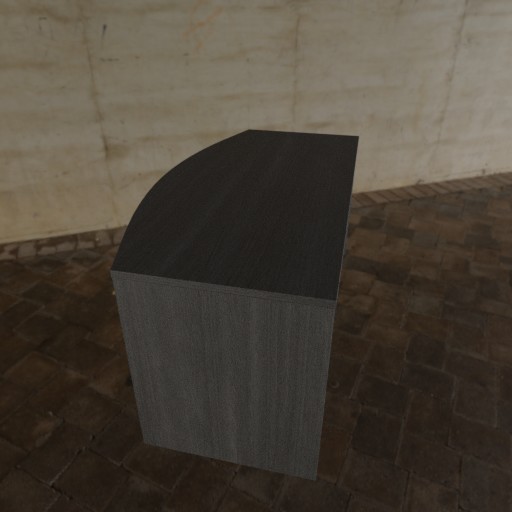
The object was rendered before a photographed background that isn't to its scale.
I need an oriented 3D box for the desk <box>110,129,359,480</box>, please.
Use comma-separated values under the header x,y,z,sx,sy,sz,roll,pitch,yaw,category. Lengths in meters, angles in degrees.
x,y,z,sx,sy,sz,roll,pitch,yaw,category
0.000,0.000,2.066,0.802,0.750,1.600,7,31,12,desk
